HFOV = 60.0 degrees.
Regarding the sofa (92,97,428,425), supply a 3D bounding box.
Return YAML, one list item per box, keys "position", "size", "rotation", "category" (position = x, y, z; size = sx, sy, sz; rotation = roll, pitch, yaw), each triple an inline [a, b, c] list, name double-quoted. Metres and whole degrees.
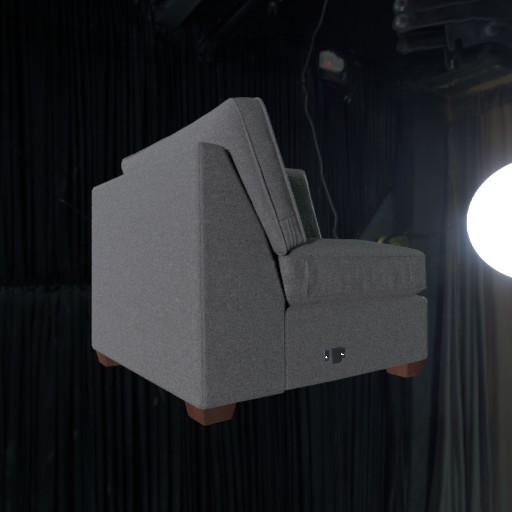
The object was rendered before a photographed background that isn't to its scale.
- position: [0.000, 0.000, 1.984]
  size: [1.146, 1.002, 1.084]
  rotation: [0, 0, -36]
  category: "sofa"
